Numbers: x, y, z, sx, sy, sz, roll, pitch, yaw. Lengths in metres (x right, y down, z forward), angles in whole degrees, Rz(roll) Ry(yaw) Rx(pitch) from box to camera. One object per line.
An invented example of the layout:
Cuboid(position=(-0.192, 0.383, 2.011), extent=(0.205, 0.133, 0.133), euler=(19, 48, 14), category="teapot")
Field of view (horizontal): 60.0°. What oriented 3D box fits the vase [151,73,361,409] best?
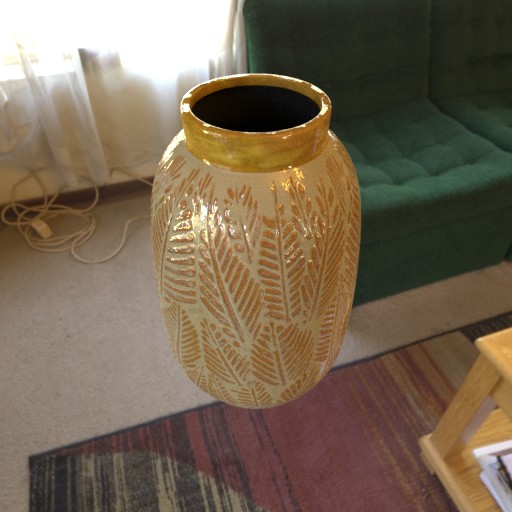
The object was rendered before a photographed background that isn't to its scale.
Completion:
Cuboid(position=(0.000, 0.000, 0.375), extent=(0.172, 0.270, 0.172), euler=(0, 43, 0), category="vase")
